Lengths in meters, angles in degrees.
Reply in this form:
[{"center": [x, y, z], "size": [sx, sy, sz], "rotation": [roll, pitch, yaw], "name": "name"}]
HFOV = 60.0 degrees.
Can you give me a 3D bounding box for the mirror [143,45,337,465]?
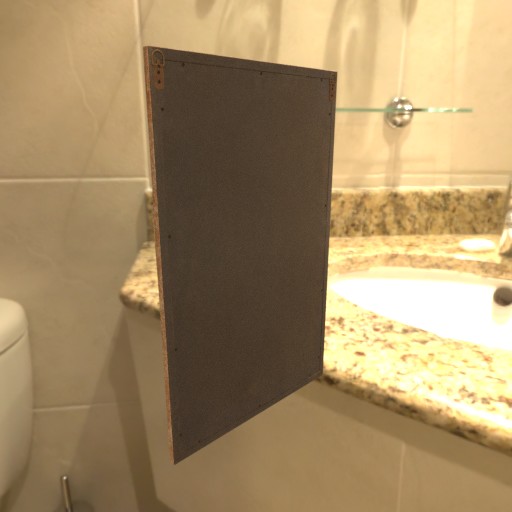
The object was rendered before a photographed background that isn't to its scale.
[{"center": [0.000, 0.000, 0.971], "size": [0.495, 0.787, 0.058], "rotation": [-15, 22, -42], "name": "mirror"}]
